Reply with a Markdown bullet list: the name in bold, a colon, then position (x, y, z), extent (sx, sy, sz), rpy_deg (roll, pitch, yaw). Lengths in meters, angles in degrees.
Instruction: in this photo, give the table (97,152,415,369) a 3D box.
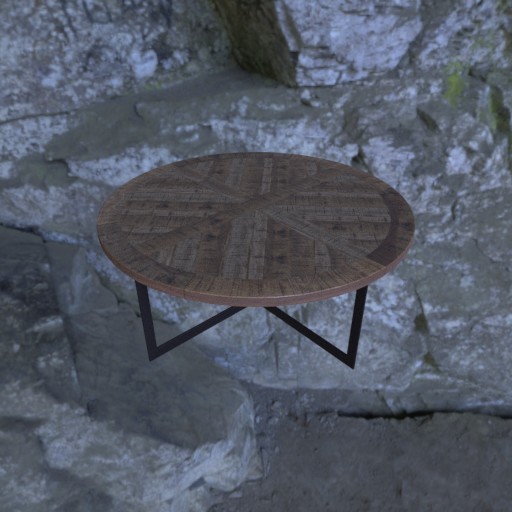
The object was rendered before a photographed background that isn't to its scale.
- **table**: position (0.000, 0.000, 1.972), extent (1.264, 0.516, 1.264), rpy_deg (0, 33, 0)
